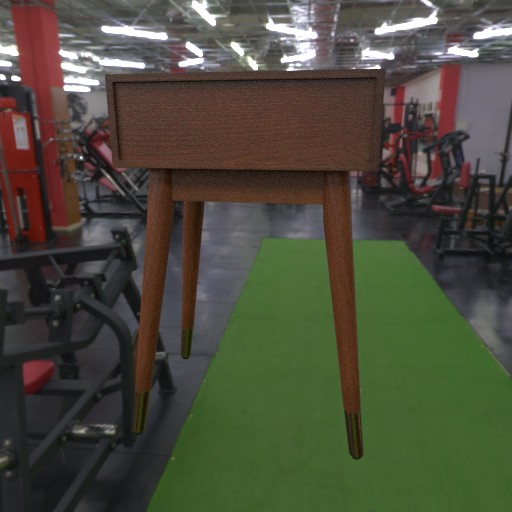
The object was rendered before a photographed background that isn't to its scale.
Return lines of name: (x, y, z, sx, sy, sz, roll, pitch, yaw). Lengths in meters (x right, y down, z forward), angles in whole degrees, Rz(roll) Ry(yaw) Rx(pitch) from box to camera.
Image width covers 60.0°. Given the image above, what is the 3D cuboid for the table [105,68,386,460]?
table: (0.000, 0.000, 0.816, 0.406, 0.599, 0.300, 3, 16, 9)
